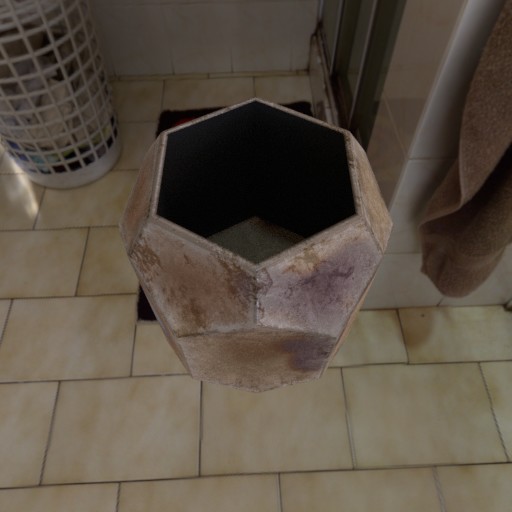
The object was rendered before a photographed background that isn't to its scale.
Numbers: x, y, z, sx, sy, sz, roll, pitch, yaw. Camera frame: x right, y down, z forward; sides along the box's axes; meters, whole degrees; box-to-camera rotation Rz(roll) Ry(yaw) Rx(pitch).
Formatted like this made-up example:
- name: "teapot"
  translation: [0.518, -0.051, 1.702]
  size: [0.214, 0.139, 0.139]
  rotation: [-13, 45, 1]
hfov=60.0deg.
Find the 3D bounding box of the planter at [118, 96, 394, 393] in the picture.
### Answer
- name: "planter"
  translation: [0.000, 0.000, 0.434]
  size: [0.243, 0.238, 0.221]
  rotation: [0, 58, 0]
